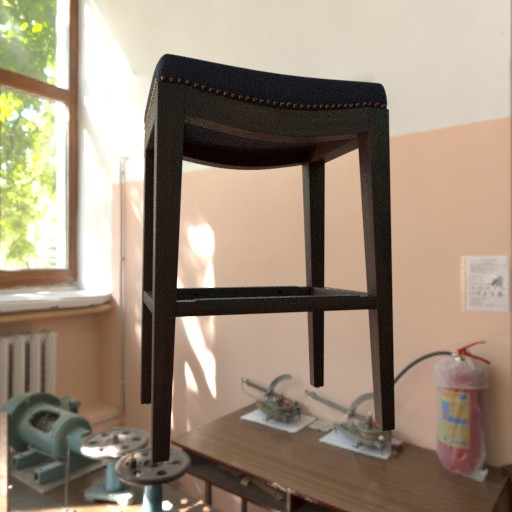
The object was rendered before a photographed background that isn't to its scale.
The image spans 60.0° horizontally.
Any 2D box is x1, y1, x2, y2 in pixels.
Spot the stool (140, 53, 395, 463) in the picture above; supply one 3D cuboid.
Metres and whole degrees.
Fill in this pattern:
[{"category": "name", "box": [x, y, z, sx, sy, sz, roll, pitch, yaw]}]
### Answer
[{"category": "stool", "box": [0.000, 0.000, 1.024, 0.498, 0.740, 0.358, 0, 0, -18]}]
